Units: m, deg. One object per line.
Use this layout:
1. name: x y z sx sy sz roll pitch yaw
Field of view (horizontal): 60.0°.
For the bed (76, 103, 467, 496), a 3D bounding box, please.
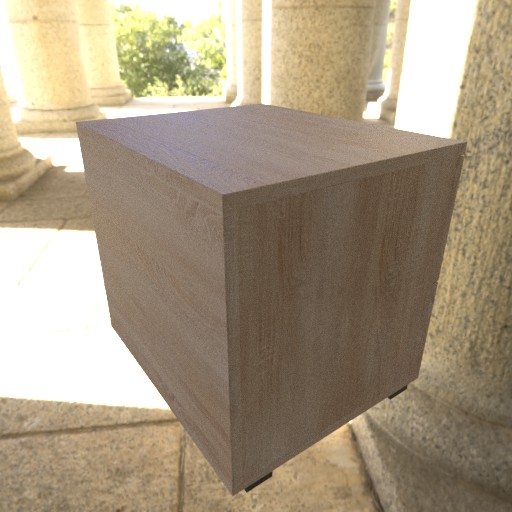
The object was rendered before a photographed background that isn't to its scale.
1. bed: 0.000 0.000 0.756 0.401 0.420 0.460 -18 31 -31
